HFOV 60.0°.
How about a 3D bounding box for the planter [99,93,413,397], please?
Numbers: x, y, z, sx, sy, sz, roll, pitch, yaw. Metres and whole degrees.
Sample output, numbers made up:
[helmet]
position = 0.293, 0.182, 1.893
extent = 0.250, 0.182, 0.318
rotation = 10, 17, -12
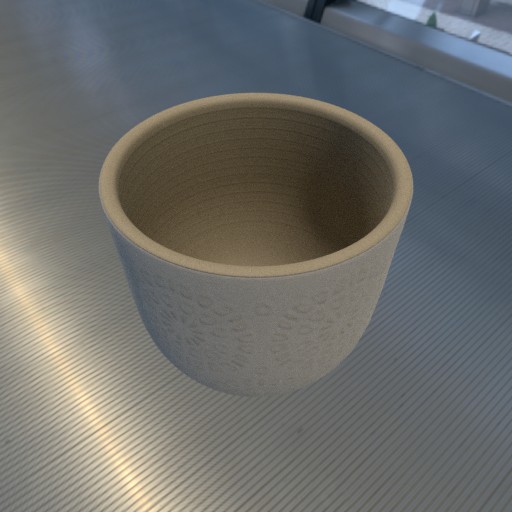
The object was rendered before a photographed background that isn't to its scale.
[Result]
[planter]
position = 0.000, 0.000, 0.219
extent = 0.124, 0.109, 0.124
rotation = 0, 46, 0
